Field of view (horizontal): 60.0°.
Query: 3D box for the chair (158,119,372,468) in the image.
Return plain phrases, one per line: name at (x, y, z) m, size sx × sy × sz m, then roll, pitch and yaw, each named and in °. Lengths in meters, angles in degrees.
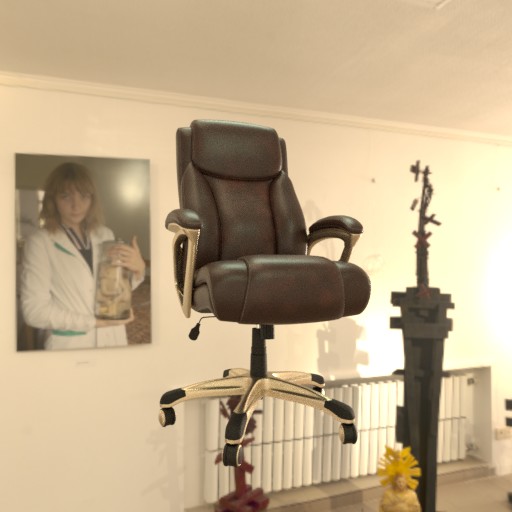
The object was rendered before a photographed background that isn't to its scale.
chair at (0.000, 0.000, 1.637) m, size 0.692 × 1.194 × 0.749 m, roll 0°, pitch -1°, yaw -19°
